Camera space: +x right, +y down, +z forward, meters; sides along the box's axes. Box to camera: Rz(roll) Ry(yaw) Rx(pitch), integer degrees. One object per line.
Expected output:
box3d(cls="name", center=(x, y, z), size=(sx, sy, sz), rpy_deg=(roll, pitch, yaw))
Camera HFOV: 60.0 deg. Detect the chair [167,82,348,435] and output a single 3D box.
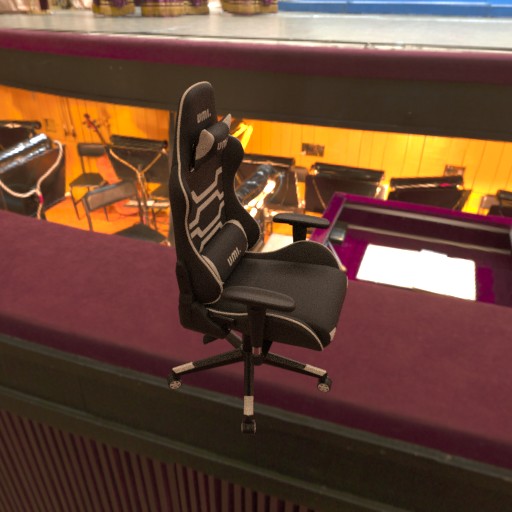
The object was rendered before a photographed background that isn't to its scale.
box3d(cls="chair", center=(0.000, 0.000, 1.715), size=(0.700, 1.240, 0.700), rpy_deg=(10, 33, 16))
